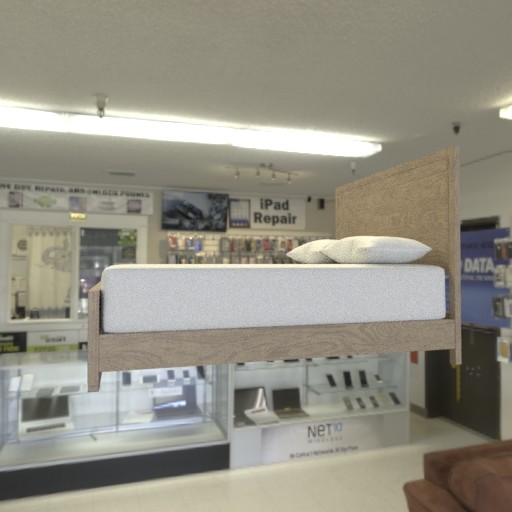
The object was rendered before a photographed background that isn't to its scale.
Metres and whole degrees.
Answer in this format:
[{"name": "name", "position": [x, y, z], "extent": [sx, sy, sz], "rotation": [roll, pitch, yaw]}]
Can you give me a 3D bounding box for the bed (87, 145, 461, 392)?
[{"name": "bed", "position": [0.000, 0.000, 3.227], "extent": [2.189, 1.369, 1.606], "rotation": [0, -1, -17]}]
